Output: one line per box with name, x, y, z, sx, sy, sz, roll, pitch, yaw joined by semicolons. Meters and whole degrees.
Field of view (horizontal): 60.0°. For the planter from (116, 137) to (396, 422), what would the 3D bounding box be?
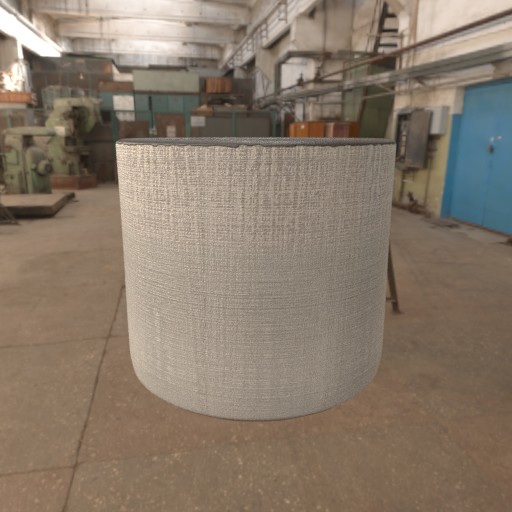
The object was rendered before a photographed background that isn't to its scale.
planter;0.000;0.000;0.218;0.125;0.112;0.125;0;15;0
